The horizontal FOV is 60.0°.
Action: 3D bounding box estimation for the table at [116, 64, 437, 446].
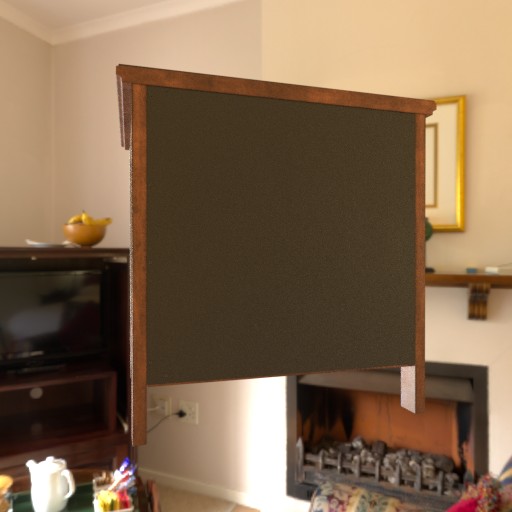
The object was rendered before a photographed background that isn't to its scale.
[{"bbox_3d":[0.000,0.000,0.987,0.586,0.597,0.461,0,0,-16],"label":"table"}]
